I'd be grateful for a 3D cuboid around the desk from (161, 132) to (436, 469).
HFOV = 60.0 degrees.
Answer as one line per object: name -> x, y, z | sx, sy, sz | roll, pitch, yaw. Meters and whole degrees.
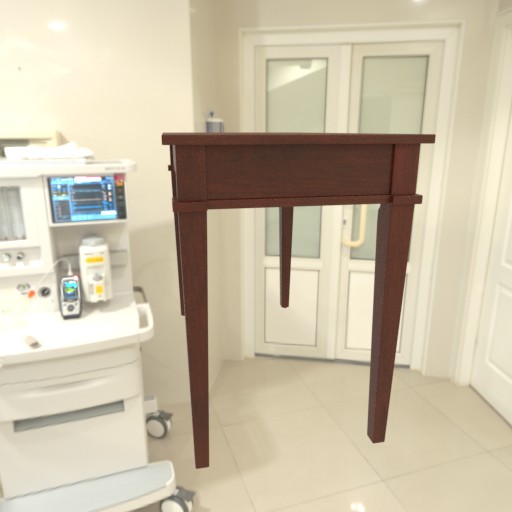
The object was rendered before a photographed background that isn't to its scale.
desk -> 0.000, 0.000, 1.427 | 0.549, 0.762, 1.001 | -3, 16, -11
